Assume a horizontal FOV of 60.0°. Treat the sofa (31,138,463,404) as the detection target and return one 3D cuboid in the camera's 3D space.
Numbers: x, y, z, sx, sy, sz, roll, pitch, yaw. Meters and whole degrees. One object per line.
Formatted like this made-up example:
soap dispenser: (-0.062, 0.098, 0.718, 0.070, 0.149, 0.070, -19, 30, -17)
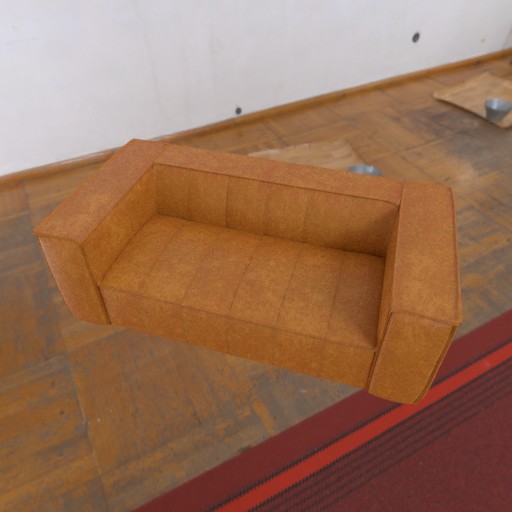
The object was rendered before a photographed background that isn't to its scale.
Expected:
sofa: (0.000, 0.000, 2.589, 2.088, 0.703, 1.102, 11, 43, 12)
